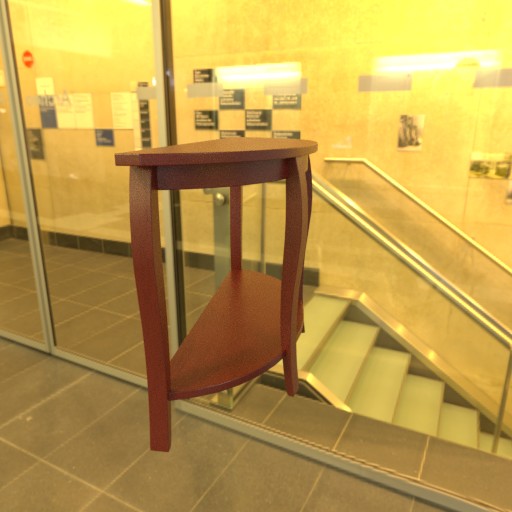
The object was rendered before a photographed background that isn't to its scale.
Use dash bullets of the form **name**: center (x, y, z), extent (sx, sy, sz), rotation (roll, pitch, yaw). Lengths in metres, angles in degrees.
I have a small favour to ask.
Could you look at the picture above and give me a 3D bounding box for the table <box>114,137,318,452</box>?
- **table**: center (0.000, 0.000, 1.571), extent (0.405, 0.779, 1.219), rotation (2, 17, 8)
